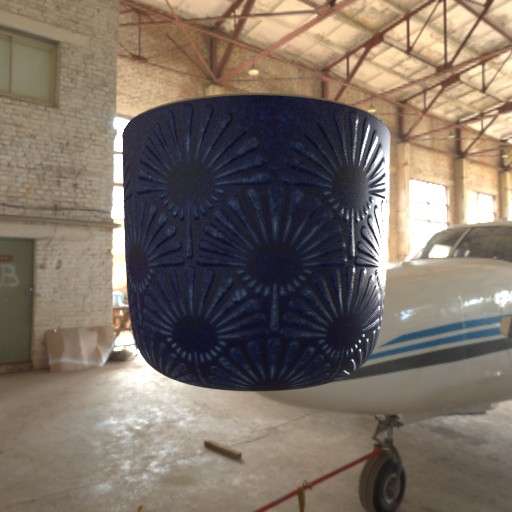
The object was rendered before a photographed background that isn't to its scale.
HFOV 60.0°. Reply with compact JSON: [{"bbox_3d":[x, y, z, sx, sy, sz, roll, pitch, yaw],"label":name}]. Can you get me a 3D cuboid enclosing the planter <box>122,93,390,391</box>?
[{"bbox_3d":[0.000,0.000,0.212,0.124,0.109,0.124,0,-2,0],"label":"planter"}]
